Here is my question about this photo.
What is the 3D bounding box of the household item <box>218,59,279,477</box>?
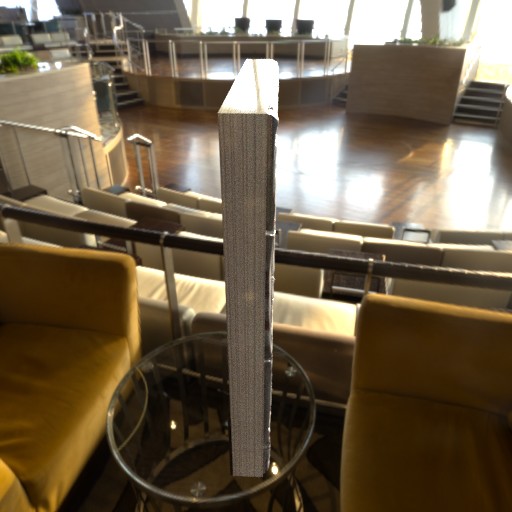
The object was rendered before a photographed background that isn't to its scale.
[{"bbox_3d":[0.000,0.000,0.287,0.025,0.216,0.165,1,30,2],"label":"household item"}]
